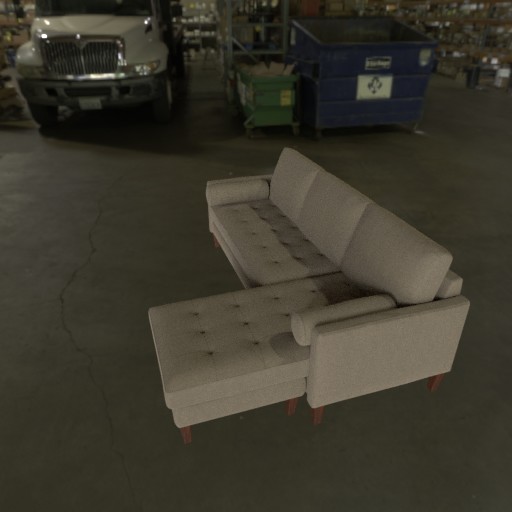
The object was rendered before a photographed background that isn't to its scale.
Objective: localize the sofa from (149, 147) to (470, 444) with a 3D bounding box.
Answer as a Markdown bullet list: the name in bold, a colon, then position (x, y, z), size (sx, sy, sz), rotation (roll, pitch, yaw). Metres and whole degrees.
- **sofa**: position (0.000, 0.000, 2.940), size (1.506, 0.875, 2.178), rotation (-9, 30, -16)
